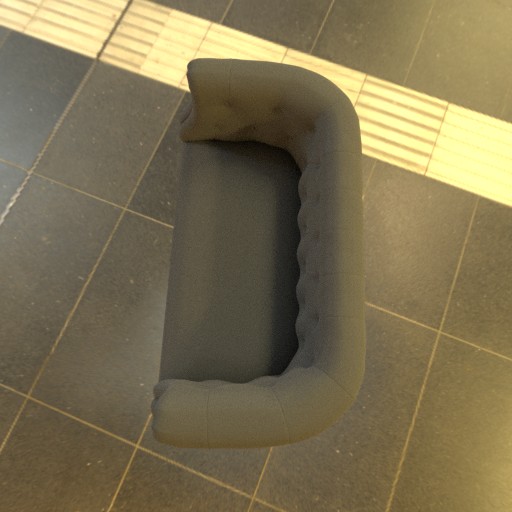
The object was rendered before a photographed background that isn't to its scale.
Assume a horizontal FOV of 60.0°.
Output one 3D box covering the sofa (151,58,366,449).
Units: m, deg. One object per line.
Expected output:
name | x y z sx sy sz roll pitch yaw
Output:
sofa | 0.000 0.000 2.029 0.835 0.827 1.558 2 75 1
